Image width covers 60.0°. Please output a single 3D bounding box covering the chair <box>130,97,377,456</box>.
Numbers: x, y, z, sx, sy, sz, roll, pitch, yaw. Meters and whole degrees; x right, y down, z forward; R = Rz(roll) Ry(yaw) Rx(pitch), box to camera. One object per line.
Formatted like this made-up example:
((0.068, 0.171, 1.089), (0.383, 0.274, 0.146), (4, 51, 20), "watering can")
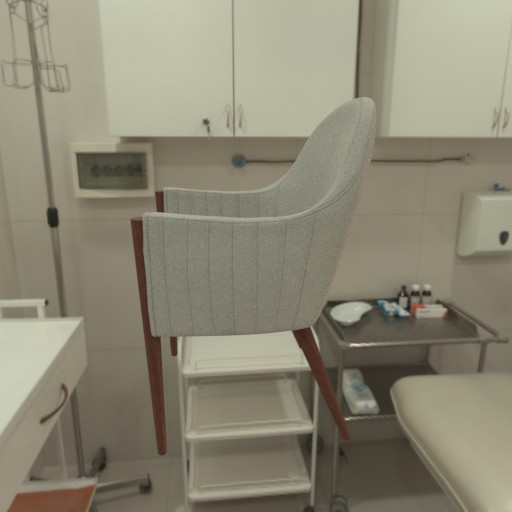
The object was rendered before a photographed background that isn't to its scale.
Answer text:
((0.000, 0.000, 1.308), (0.620, 0.889, 0.610), (-2, 15, -7), "chair")
